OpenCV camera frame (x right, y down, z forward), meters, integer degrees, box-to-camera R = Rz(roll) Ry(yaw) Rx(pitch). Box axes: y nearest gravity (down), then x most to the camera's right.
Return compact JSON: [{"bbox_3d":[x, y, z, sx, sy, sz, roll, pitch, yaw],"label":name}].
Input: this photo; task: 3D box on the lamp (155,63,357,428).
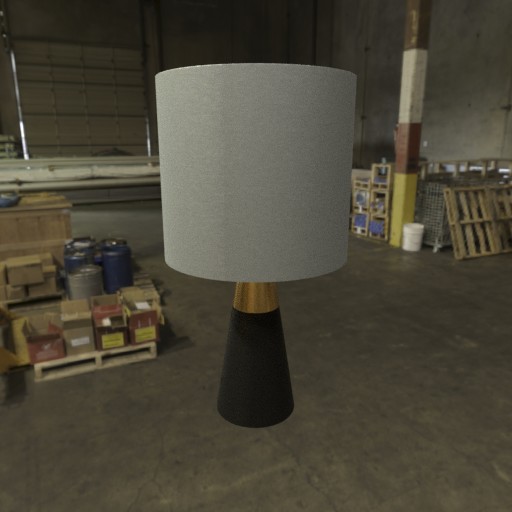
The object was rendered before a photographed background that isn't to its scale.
[{"bbox_3d":[0.000,0.000,0.764,0.308,0.580,0.308,-7,16,-25],"label":"lamp"}]
